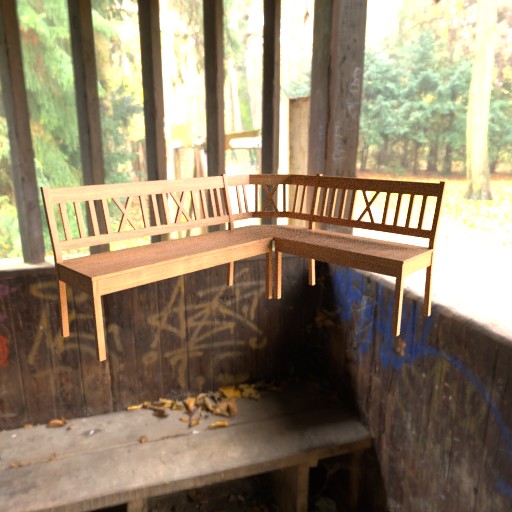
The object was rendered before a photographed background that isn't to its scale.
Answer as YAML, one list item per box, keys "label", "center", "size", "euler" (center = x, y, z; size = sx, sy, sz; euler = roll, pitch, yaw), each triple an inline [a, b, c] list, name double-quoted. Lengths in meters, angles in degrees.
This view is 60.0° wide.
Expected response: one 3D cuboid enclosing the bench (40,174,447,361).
- label: "bench"
  center: [0.000, 0.000, 2.789]
  size: [1.537, 0.902, 1.937]
  euler: [13, 20, 42]
